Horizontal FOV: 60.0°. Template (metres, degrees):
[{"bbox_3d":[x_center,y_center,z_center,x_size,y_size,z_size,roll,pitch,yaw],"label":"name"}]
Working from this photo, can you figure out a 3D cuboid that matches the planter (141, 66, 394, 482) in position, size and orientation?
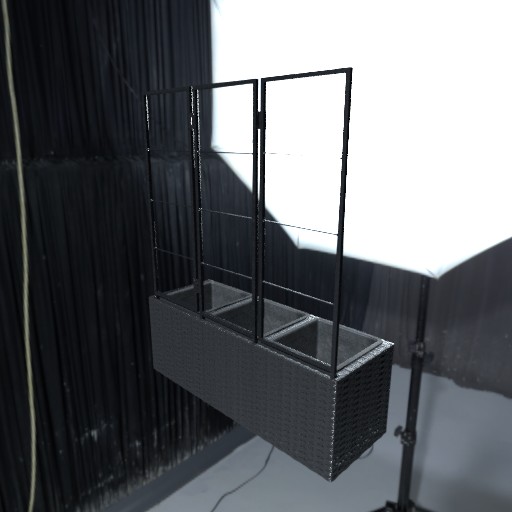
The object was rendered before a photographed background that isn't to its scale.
[{"bbox_3d":[0.000,0.000,1.167,0.698,0.841,0.244,15,21,43],"label":"planter"}]
